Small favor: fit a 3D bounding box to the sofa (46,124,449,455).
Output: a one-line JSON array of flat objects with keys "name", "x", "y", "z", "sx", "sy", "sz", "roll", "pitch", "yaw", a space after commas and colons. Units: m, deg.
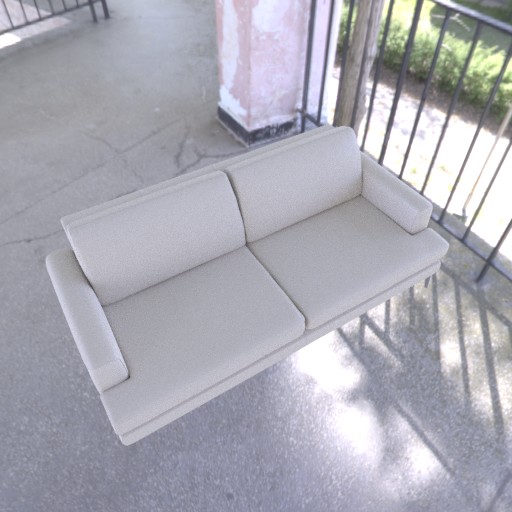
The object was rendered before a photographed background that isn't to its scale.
[{"name": "sofa", "x": 0.000, "y": 0.000, "z": 2.359, "sx": 1.940, "sy": 0.765, "sz": 0.974, "roll": -24, "pitch": 52, "yaw": -21}]
